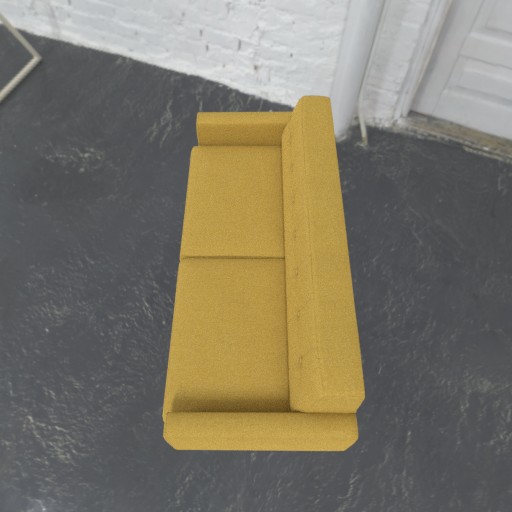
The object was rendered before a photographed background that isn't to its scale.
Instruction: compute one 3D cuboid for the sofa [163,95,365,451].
[{"bbox_3d":[0.000,0.000,2.558,0.909,0.841,2.029,0,59,0],"label":"sofa"}]
